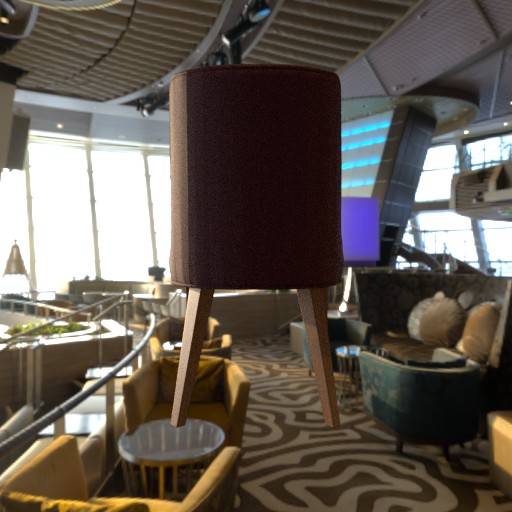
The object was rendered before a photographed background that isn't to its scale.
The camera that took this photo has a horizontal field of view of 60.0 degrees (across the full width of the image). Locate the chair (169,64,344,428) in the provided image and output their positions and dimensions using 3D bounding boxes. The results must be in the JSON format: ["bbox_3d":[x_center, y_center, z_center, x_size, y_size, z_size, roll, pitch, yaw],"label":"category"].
[{"bbox_3d":[0.000,0.000,1.326,0.548,0.916,0.638,0,-1,1],"label":"chair"}]
